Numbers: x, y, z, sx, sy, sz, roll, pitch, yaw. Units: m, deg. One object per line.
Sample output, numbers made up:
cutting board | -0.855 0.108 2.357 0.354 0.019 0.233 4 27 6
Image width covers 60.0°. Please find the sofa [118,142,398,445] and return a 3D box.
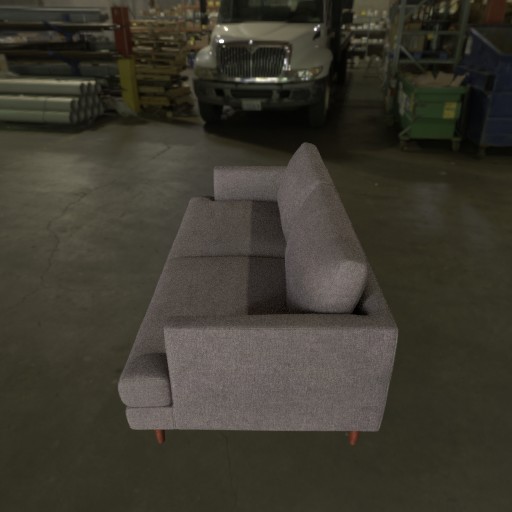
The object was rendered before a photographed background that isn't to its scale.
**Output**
sofa | 0.000 0.000 2.480 1.020 0.868 1.948 0 28 0
